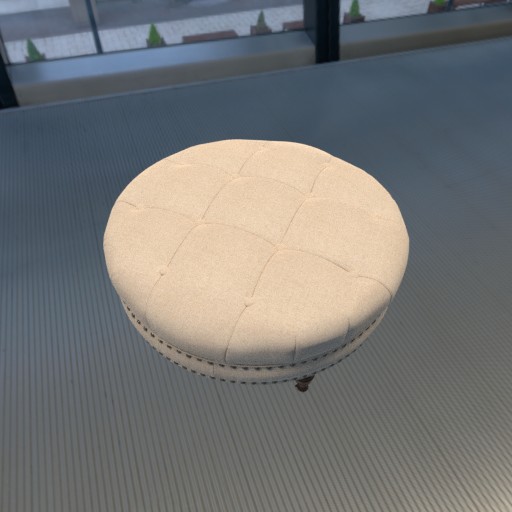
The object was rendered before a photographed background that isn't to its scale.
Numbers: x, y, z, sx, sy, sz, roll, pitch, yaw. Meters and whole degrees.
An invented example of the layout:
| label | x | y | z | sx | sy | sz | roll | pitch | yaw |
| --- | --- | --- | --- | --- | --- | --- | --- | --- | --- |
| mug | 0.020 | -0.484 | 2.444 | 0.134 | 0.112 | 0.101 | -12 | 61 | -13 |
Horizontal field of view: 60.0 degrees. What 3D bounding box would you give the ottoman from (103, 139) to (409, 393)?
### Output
| label | x | y | z | sx | sy | sz | roll | pitch | yaw |
| --- | --- | --- | --- | --- | --- | --- | --- | --- | --- |
| ottoman | 0.000 | 0.000 | 1.508 | 0.940 | 0.483 | 0.940 | 0 | 46 | 0 |
